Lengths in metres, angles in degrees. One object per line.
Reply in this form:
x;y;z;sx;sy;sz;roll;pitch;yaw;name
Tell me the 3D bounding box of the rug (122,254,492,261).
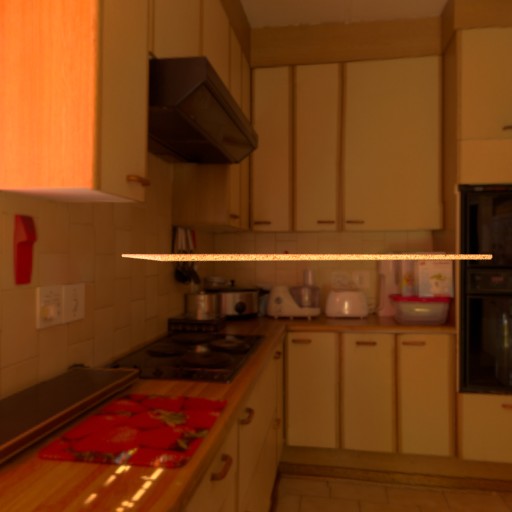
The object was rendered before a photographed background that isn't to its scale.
0.000;0.000;3.361;1.801;0.024;2.700;0;0;-20;rug
